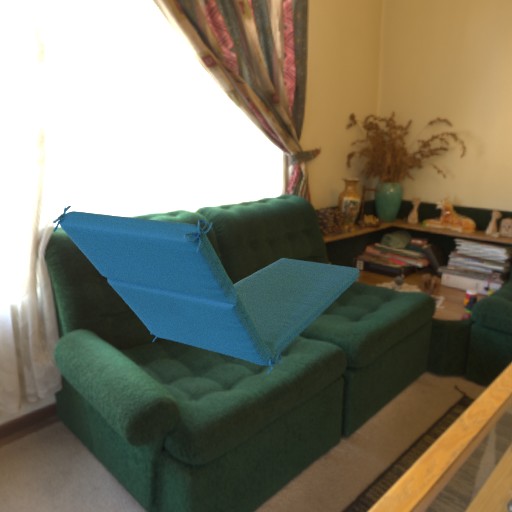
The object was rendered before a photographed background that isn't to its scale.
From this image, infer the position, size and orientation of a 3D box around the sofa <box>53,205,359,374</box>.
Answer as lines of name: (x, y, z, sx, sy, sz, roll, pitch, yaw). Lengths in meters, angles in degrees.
sofa: (0.000, 0.000, 1.997, 0.582, 0.622, 1.663, 8, 17, 27)
